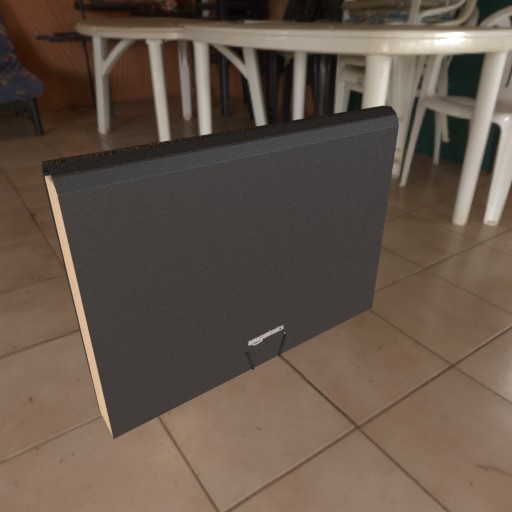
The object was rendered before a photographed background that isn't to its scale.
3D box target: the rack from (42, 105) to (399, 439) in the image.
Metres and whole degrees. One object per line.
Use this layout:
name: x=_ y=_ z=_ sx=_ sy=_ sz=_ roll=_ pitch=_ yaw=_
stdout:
rack: x=0.000 y=0.000 z=0.423 sx=0.330 sy=0.241 sz=0.041 roll=-19 pitch=34 yaw=-31
